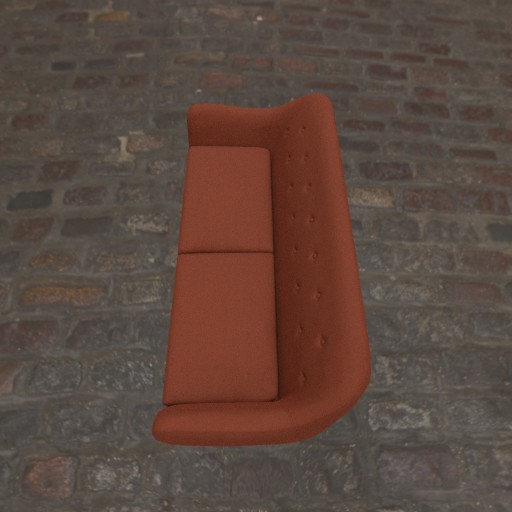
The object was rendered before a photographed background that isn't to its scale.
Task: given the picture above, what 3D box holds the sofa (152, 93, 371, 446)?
[{"bbox_3d":[0.000,0.000,2.268,0.820,0.836,1.840,0,58,0],"label":"sofa"}]
